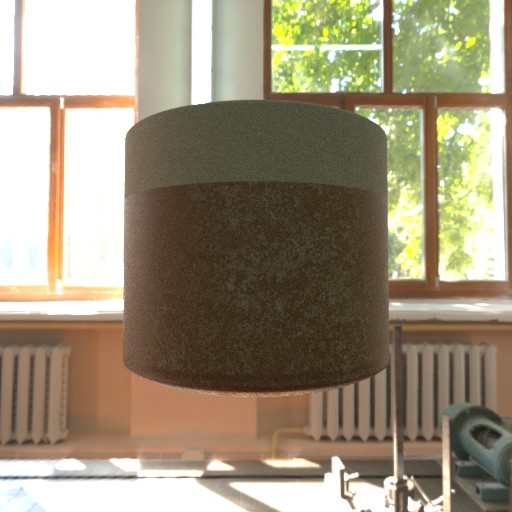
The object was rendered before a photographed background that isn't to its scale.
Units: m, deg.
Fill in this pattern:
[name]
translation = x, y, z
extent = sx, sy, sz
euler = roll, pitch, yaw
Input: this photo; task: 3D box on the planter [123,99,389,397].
[planter]
translation = 0.000, 0.000, 0.277
extent = 0.159, 0.138, 0.159
euler = 0, -2, 0
